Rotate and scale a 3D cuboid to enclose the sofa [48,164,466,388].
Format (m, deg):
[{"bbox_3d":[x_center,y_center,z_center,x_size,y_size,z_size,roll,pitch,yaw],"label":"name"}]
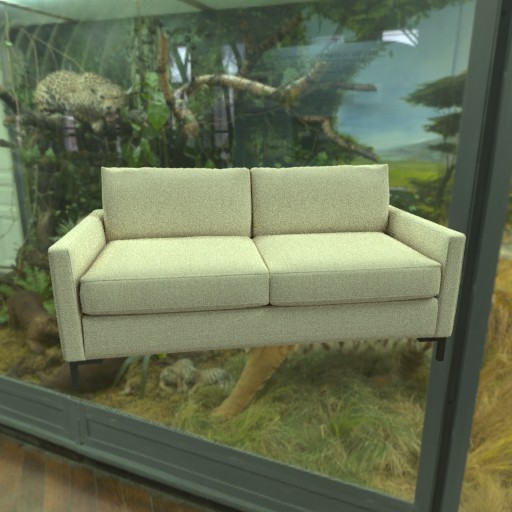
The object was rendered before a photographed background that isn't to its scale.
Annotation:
[{"bbox_3d":[0.000,0.000,2.107,1.651,0.812,0.839,-2,16,-7],"label":"sofa"}]
